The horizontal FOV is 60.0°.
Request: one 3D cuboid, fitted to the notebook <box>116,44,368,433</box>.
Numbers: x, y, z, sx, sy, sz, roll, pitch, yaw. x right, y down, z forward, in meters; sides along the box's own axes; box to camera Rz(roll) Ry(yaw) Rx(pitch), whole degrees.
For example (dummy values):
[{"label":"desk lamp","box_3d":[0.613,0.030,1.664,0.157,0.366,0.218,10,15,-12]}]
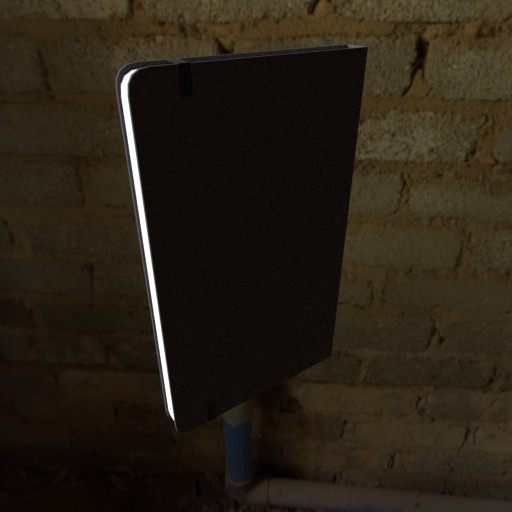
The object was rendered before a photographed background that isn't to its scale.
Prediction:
[{"label":"notebook","box_3d":[0.000,0.000,0.254,0.127,0.213,0.016,-19,36,-28]}]
